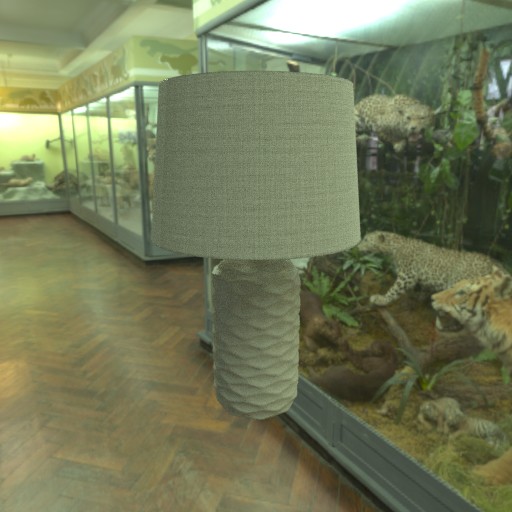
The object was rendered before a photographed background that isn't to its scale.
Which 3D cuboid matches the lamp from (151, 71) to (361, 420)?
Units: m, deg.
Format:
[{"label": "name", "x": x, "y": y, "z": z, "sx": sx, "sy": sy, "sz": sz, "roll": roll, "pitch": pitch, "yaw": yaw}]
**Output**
[{"label": "lamp", "x": 0.000, "y": 0.000, "z": 0.826, "sx": 0.376, "sy": 0.594, "sz": 0.376, "roll": 0, "pitch": 14, "yaw": 0}]
